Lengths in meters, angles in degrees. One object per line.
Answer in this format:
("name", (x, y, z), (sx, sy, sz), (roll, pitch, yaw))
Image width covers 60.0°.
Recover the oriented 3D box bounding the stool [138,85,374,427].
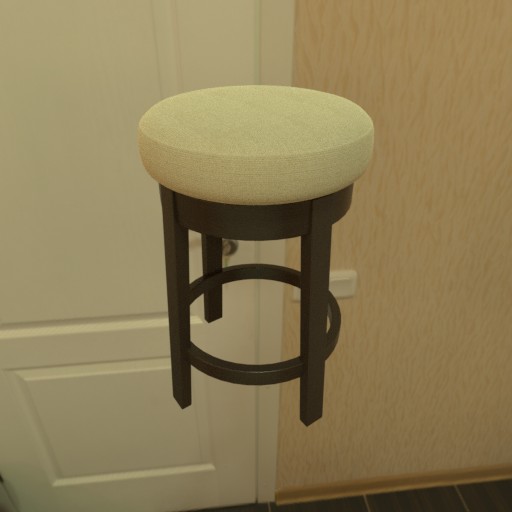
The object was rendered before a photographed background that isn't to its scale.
("stool", (0.000, 0.000, 0.970), (0.449, 0.655, 0.449), (0, 32, 0))
